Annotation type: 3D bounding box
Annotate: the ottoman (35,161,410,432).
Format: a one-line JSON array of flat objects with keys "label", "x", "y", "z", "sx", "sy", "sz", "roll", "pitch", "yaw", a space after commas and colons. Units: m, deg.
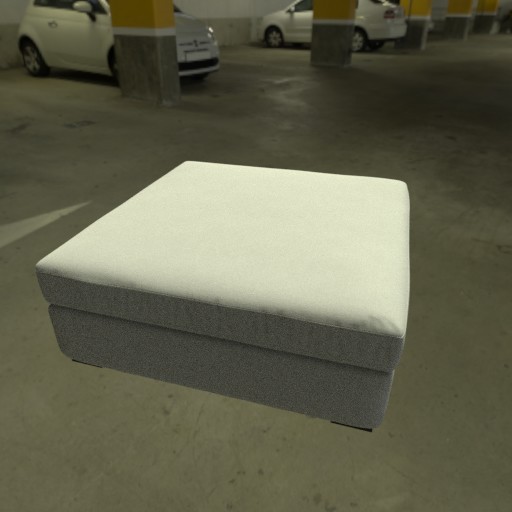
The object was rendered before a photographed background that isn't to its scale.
[{"label": "ottoman", "x": 0.000, "y": 0.000, "z": 1.805, "sx": 1.163, "sy": 0.482, "sz": 1.167, "roll": 8, "pitch": 30, "yaw": 15}]
